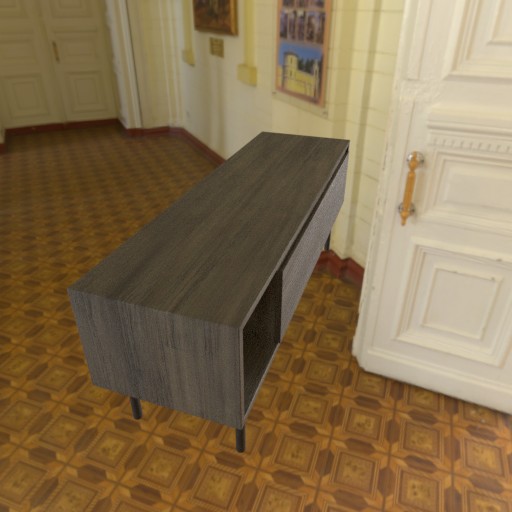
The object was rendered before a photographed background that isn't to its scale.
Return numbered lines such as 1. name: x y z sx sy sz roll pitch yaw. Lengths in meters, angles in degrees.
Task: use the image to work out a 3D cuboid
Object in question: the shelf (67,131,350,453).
1. shelf: 0.000 0.000 1.542 0.400 0.495 1.300 10 33 17
